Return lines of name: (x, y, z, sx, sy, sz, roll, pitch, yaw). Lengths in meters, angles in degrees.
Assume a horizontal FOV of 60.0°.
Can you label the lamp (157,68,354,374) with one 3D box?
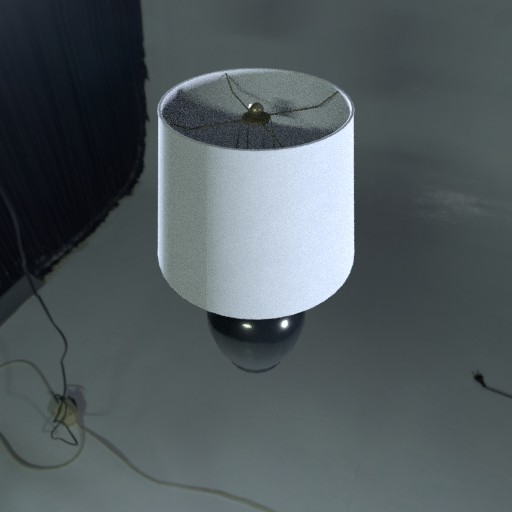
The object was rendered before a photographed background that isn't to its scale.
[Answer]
lamp: (0.000, 0.000, 0.562, 0.239, 0.399, 0.239, 0, 42, 0)
